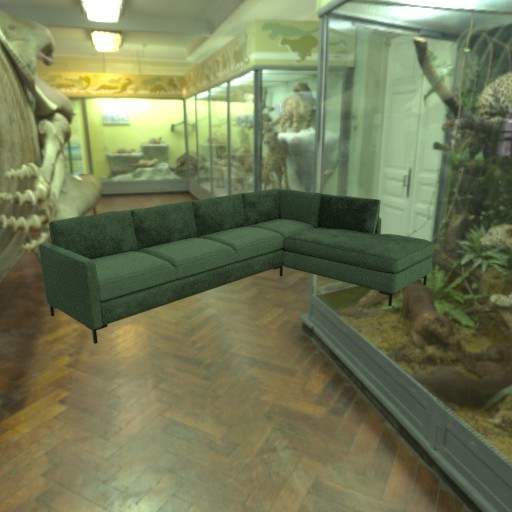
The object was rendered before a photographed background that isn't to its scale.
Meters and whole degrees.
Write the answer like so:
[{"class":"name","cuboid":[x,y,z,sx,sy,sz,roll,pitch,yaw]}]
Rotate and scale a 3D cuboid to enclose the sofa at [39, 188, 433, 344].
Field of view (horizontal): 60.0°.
[{"class":"sofa","cuboid":[0.000,0.000,3.294,1.707,0.687,2.486,14,21,41]}]
